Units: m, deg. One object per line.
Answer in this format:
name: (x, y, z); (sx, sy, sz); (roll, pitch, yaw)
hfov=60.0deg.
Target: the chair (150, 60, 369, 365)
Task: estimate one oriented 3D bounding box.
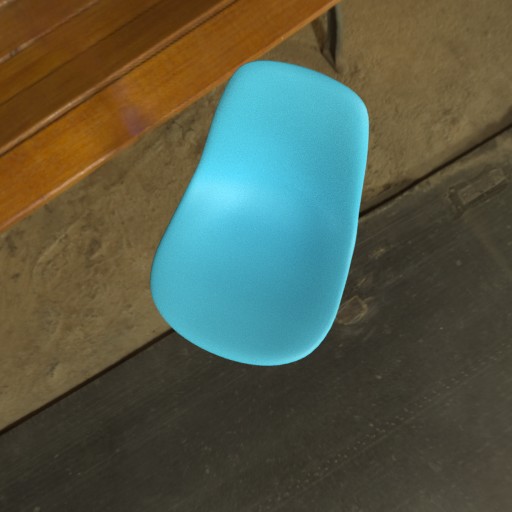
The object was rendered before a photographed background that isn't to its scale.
chair: (0.000, 0.000, 1.138); (0.470, 0.826, 0.531); (20, 78, 5)
